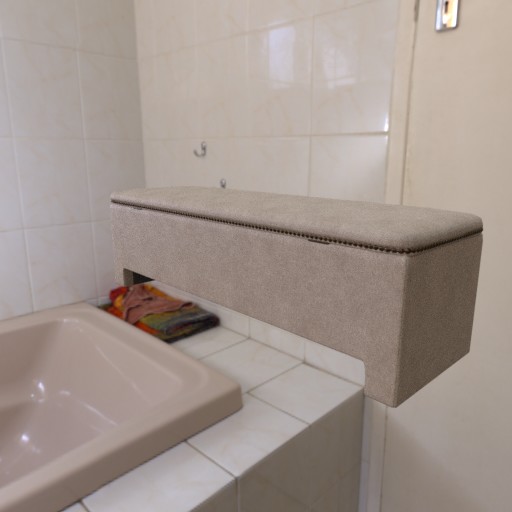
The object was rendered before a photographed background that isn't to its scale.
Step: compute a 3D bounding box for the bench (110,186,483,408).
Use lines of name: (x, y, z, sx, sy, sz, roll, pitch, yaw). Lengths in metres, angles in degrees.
bench: (0.000, 0.000, 1.699, 0.470, 0.447, 1.482, -12, 18, -42)
